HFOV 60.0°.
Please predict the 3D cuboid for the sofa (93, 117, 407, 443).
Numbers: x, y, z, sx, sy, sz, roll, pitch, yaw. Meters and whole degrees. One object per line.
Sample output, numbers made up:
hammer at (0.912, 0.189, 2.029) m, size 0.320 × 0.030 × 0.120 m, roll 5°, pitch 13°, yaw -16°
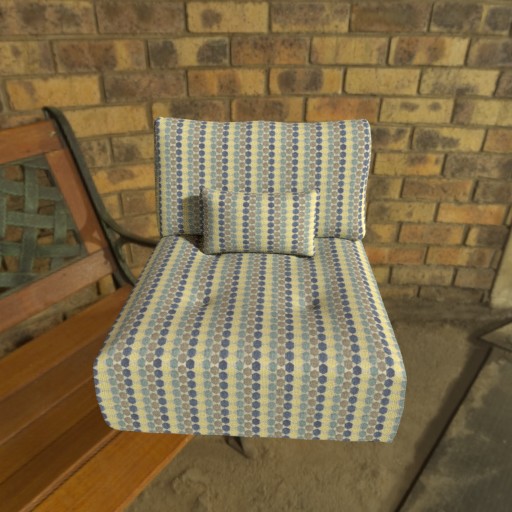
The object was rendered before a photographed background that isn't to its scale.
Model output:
sofa at (0.000, 0.000, 1.660) m, size 0.930 × 0.830 × 1.000 m, roll 1°, pitch 29°, yaw 3°
